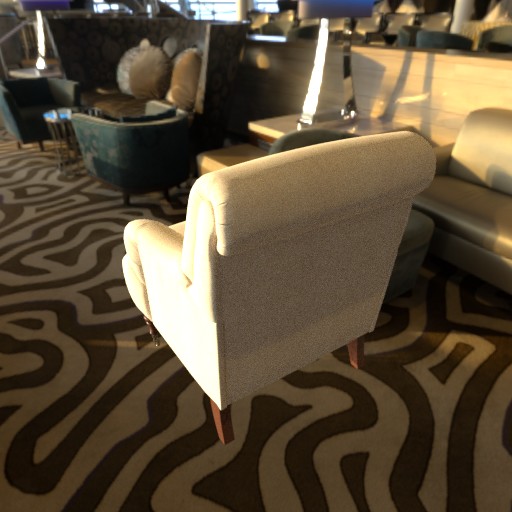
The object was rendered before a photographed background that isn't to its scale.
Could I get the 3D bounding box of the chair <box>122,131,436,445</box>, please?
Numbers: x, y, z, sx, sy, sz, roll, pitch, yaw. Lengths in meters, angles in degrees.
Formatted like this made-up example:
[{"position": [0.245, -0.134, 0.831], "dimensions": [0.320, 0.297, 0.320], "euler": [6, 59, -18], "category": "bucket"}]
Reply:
[{"position": [0.000, 0.000, 1.590], "dimensions": [0.766, 0.944, 0.842], "euler": [-19, 35, -29], "category": "chair"}]
